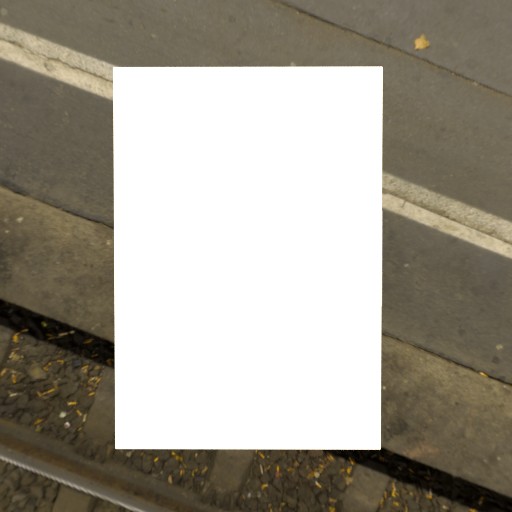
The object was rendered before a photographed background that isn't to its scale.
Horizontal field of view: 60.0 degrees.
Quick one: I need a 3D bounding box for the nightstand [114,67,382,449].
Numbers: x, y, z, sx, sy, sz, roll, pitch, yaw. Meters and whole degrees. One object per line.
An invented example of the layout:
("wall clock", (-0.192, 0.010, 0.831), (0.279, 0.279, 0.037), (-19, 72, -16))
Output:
("nightstand", (0.000, 0.000, 0.742), (0.325, 0.460, 0.441), (0, 91, 0))
